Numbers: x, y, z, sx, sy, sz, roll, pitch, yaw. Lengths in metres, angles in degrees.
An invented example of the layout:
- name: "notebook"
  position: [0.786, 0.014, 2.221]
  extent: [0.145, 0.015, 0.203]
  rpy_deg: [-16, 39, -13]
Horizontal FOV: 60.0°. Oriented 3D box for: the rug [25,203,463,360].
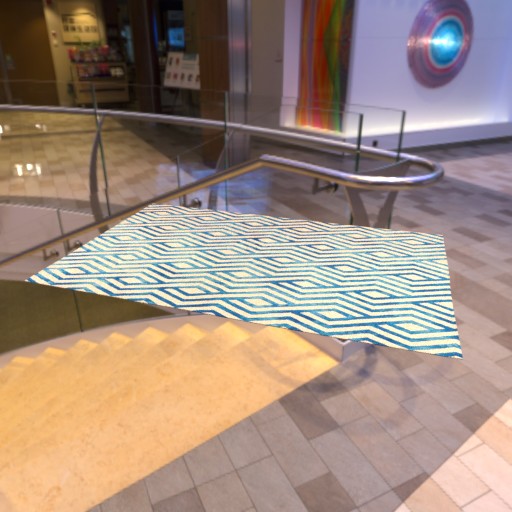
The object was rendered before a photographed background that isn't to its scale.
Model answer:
- name: "rug"
  position: [0.000, 0.000, 2.983]
  extent: [2.439, 0.008, 1.531]
  rpy_deg: [8, 26, 16]
